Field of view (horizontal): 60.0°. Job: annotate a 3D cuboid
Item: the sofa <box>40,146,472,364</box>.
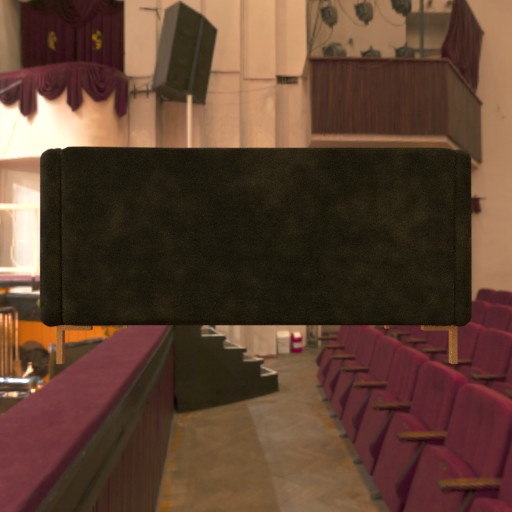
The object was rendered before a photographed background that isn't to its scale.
[{"bbox_3d":[0.000,0.000,1.973,1.537,0.768,0.895,0,0,0],"label":"sofa"}]
